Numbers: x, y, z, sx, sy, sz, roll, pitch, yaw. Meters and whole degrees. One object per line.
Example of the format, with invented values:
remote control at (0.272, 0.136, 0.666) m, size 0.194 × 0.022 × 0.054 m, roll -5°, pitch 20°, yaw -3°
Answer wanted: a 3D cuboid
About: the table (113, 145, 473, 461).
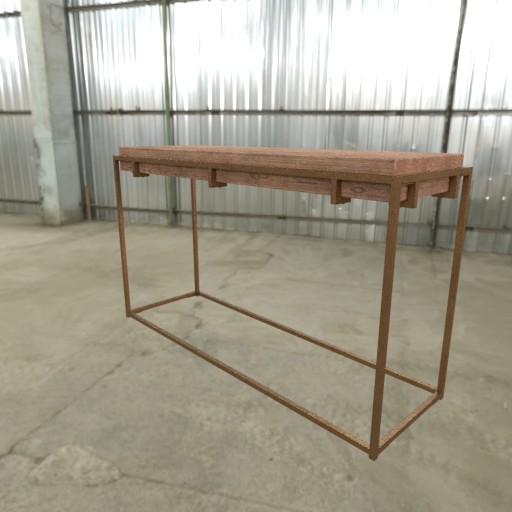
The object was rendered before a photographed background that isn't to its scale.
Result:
table at (0.000, 0.000, 1.753) m, size 0.440 × 0.820 × 1.400 m, roll -14°, pitch 21°, yaw -42°
